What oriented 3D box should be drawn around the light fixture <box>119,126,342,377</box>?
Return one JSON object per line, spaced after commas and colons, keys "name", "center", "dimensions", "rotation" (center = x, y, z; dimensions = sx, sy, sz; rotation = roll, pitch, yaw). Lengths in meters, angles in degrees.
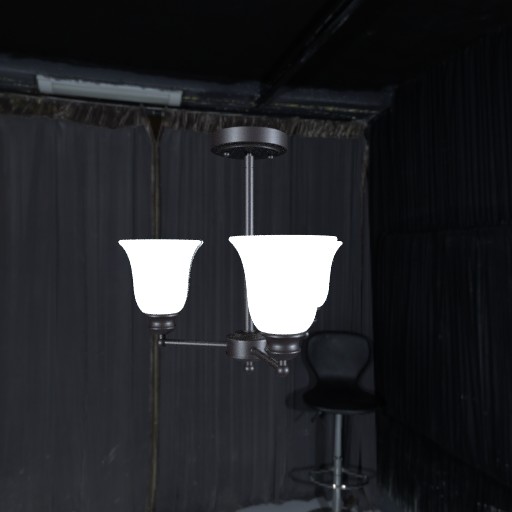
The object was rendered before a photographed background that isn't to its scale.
{"name": "light fixture", "center": [0.000, 0.000, 0.659], "dimensions": [0.388, 0.370, 0.354], "rotation": [0, 1, -18]}
